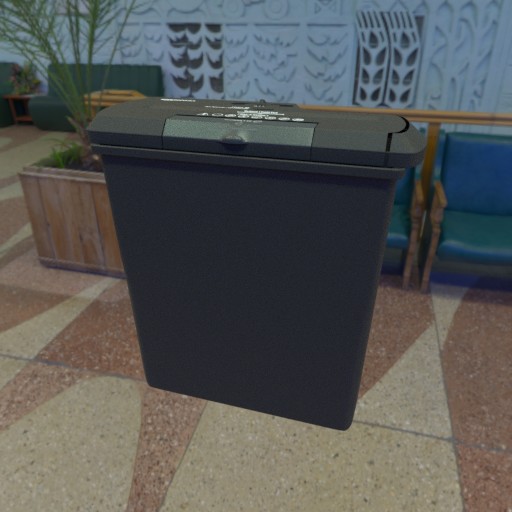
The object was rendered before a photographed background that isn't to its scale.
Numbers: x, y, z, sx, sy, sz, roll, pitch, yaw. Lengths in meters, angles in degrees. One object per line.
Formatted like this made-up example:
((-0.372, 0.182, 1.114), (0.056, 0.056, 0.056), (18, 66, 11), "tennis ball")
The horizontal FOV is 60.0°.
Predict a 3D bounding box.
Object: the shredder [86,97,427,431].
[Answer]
((0.000, 0.000, 0.511), (0.320, 0.335, 0.170), (8, 29, 14), "shredder")
